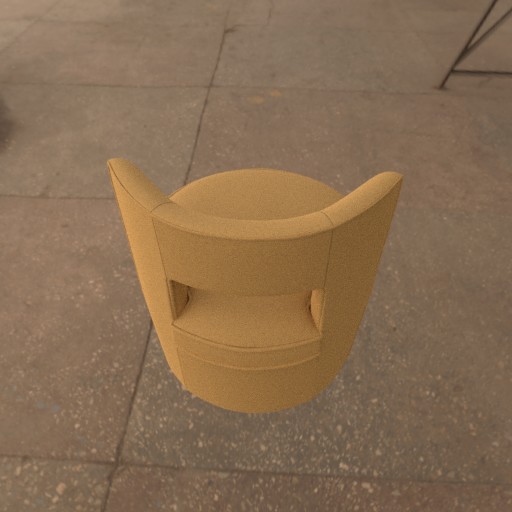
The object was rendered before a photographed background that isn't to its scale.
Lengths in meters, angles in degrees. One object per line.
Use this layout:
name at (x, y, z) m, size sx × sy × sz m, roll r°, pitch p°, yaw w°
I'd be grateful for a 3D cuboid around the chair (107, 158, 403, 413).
chair at (0.000, 0.000, 1.223) m, size 0.650 × 0.723 × 0.665 m, roll 4°, pitch 46°, yaw 3°
